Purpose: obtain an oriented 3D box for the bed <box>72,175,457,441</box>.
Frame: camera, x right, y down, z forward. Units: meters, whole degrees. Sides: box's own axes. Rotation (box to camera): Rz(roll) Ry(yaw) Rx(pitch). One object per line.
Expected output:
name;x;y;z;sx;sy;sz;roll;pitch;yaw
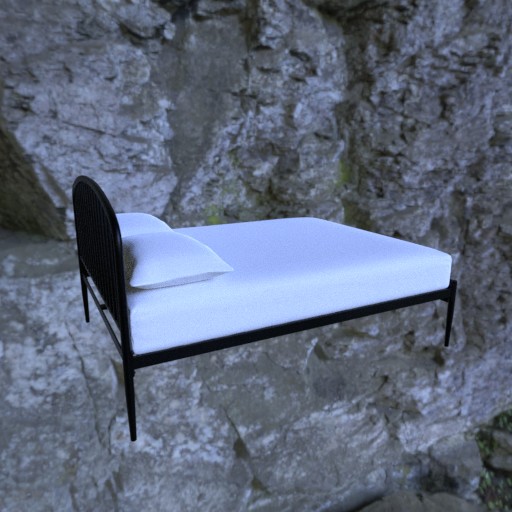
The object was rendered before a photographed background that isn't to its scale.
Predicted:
bed;0.000;0.000;3.084;2.159;1.166;1.618;-8;16;-27
